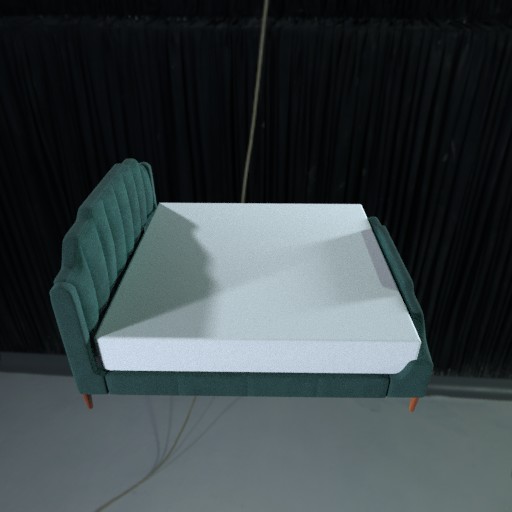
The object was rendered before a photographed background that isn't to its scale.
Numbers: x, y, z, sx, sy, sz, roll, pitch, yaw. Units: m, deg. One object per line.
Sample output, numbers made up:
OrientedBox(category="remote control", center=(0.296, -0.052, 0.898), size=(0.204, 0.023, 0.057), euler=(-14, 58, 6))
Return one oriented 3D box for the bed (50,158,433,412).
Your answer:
OrientedBox(category="bed", center=(0.000, 0.000, 3.579), size=(2.340, 1.245, 2.074), euler=(0, 32, 1))
